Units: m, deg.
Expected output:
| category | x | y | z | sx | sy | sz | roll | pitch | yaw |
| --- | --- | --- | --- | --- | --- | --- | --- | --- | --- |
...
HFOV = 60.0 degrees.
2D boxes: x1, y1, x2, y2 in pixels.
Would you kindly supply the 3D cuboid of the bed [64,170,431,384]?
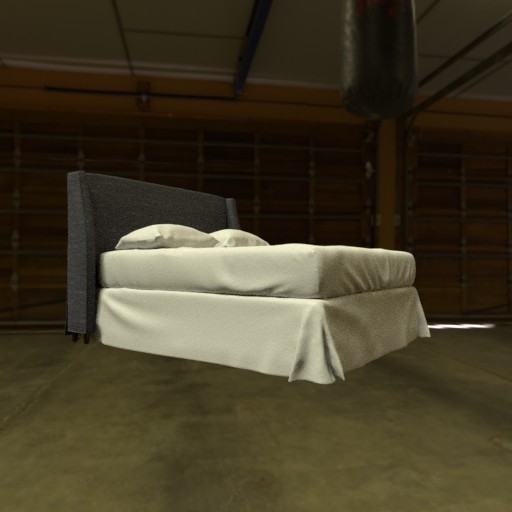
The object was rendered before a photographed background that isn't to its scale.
| category | x | y | z | sx | sy | sz | roll | pitch | yaw |
| --- | --- | --- | --- | --- | --- | --- | --- | --- | --- |
| bed | 0.000 | 0.000 | 3.521 | 2.276 | 1.332 | 1.925 | -1 | -1 | 36 |
